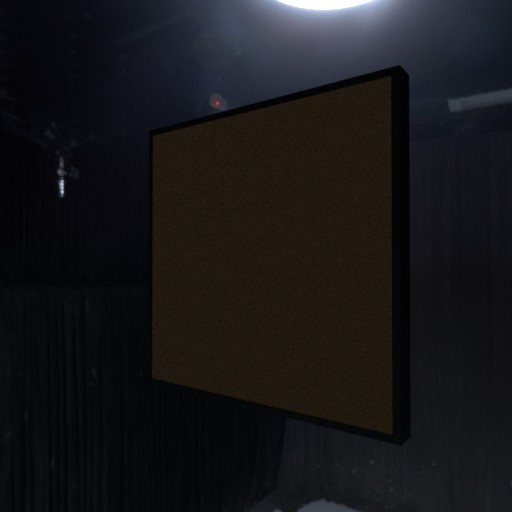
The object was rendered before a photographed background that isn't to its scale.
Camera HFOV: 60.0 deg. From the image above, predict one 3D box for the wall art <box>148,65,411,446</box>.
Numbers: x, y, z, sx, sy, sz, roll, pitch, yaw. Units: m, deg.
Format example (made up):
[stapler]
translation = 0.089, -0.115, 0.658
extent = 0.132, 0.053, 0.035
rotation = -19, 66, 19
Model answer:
[wall art]
translation = 0.000, 0.000, 0.759
extent = 0.509, 0.509, 0.040
rotation = 0, -1, 36
